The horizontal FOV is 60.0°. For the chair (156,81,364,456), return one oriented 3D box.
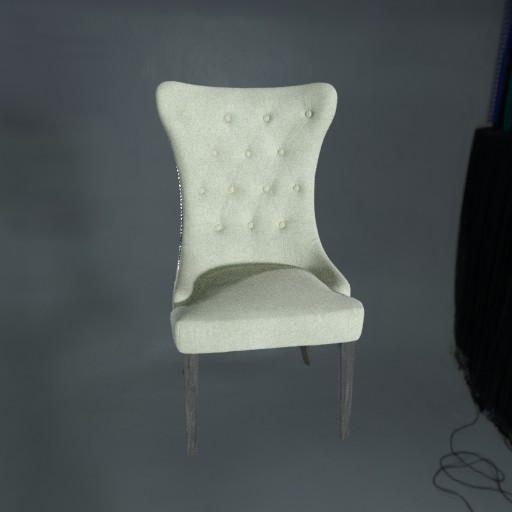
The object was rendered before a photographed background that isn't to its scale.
[{"bbox_3d":[0.000,0.000,1.422,0.584,1.065,0.590,-3,18,-8],"label":"chair"}]
